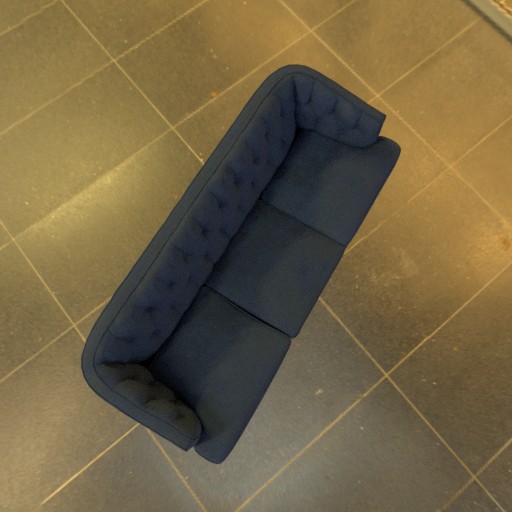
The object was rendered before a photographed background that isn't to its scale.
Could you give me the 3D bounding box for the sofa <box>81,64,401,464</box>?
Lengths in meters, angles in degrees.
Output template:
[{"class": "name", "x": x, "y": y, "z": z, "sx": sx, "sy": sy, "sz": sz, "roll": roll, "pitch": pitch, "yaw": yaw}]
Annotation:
[{"class": "sofa", "x": 0.000, "y": 0.000, "z": 2.757, "sx": 0.941, "sy": 0.855, "sz": 2.278, "roll": 30, "pitch": 77, "yaw": 8}]
